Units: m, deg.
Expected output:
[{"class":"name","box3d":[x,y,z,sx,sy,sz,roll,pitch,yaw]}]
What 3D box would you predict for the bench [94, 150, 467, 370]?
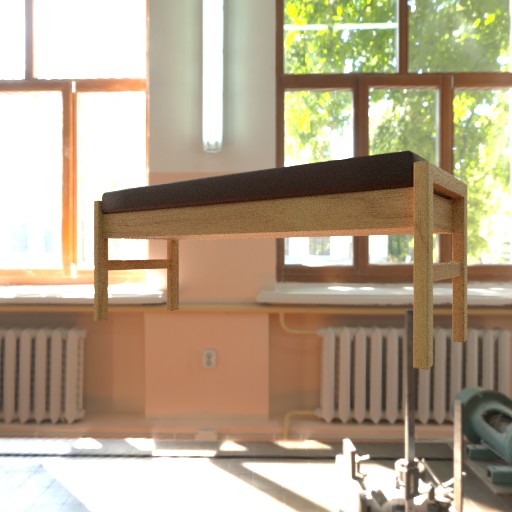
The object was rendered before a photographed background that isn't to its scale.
[{"class":"bench","box3d":[0.000,0.000,1.457,1.200,0.480,0.405,0,0,36]}]
